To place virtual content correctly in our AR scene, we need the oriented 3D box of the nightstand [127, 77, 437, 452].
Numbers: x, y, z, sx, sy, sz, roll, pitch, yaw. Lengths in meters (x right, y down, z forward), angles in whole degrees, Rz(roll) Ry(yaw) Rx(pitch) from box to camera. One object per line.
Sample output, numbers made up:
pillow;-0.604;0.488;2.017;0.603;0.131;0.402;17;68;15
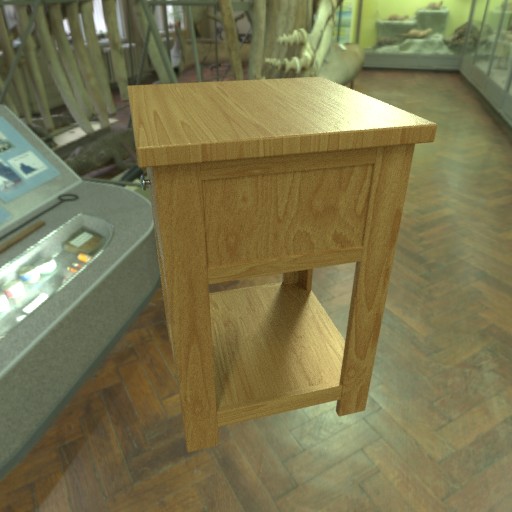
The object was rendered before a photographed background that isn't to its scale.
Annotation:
nightstand;0.000;0.000;0.914;0.418;0.614;0.428;-8;32;-13
